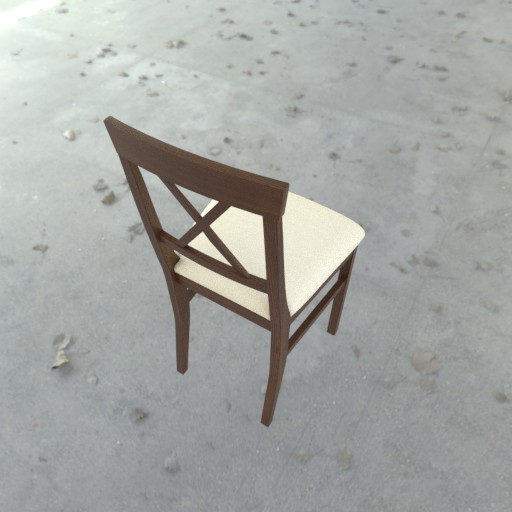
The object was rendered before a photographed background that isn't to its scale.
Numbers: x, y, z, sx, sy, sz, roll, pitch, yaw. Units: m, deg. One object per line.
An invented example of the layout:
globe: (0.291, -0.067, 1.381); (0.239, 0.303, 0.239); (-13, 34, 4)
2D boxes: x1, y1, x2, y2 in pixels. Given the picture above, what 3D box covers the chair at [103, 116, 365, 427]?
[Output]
chair: (0.000, 0.000, 1.185); (0.440, 0.913, 0.480); (25, 52, 21)
